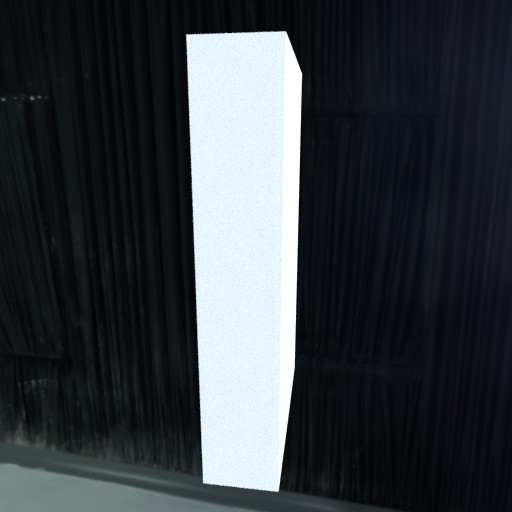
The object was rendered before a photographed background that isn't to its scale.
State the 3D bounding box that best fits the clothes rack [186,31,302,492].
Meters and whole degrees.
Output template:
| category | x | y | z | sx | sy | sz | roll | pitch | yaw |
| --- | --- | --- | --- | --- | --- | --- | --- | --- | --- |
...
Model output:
| category | x | y | z | sx | sy | sz | roll | pitch | yaw |
| --- | --- | --- | --- | --- | --- | --- | --- | --- | --- |
| clothes rack | 0.000 | 0.000 | 1.559 | 0.250 | 1.280 | 0.750 | 2 | 16 | 8 |
